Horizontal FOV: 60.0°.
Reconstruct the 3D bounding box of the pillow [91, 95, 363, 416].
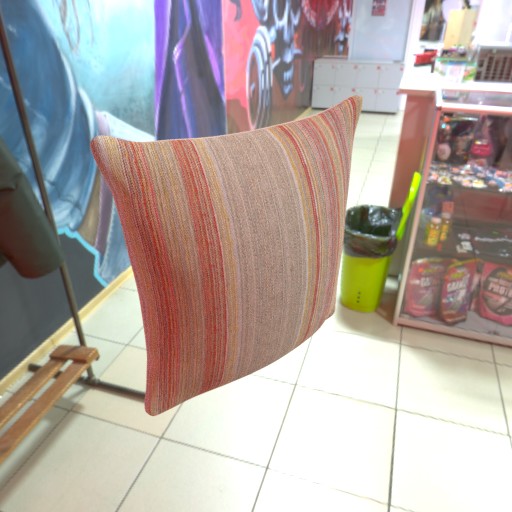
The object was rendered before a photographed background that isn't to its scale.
[{"bbox_3d":[0.000,0.000,0.705,0.451,0.449,0.191,-22,36,-33],"label":"pillow"}]
